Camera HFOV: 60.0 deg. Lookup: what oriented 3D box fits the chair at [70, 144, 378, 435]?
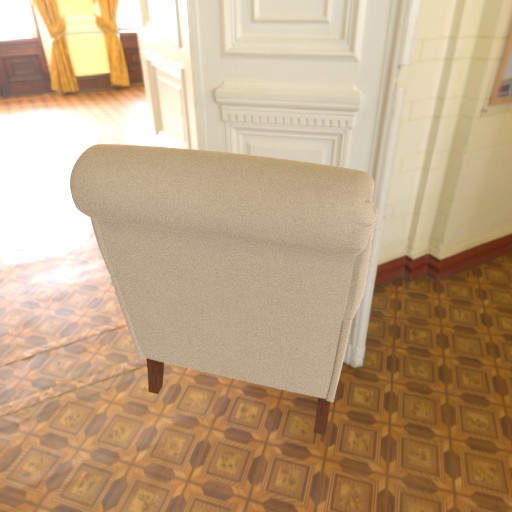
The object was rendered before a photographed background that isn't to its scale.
[{"bbox_3d":[0.000,0.000,1.536,0.766,0.942,0.842,9,33,14],"label":"chair"}]
